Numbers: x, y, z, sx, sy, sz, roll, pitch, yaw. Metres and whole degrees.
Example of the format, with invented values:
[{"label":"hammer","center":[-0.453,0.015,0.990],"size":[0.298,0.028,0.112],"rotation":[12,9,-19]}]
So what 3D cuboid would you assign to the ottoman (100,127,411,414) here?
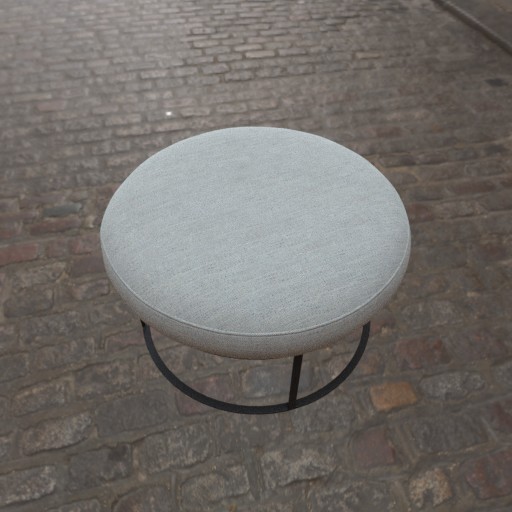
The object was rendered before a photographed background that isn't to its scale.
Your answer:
[{"label":"ottoman","center":[0.000,0.000,1.231],"size":[0.769,0.459,0.769],"rotation":[0,47,0]}]
